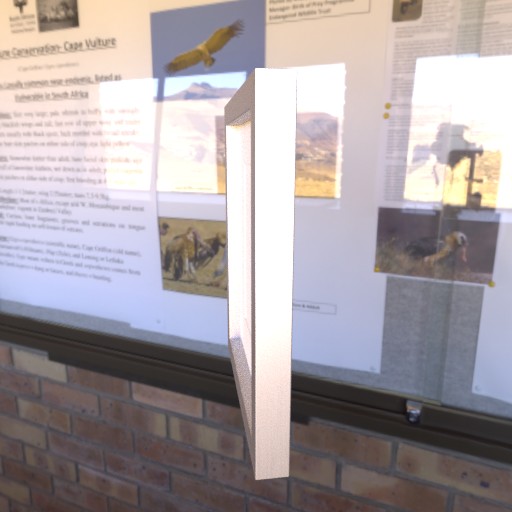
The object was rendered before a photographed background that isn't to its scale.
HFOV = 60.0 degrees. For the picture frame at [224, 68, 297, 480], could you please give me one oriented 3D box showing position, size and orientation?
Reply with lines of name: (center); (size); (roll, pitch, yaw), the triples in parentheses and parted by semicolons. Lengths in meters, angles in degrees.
picture frame: (0.000, 0.000, 0.407); (0.036, 0.282, 0.233); (-2, 13, -8)
